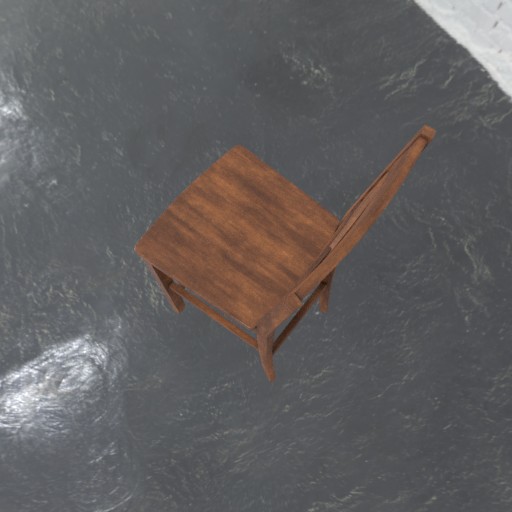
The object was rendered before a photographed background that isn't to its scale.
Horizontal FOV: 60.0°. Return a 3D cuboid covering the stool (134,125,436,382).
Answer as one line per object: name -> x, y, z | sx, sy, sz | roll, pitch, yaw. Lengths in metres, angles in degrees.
stool -> 0.000, 0.000, 1.323 | 0.539, 1.079, 0.462 | 36, 71, 15
